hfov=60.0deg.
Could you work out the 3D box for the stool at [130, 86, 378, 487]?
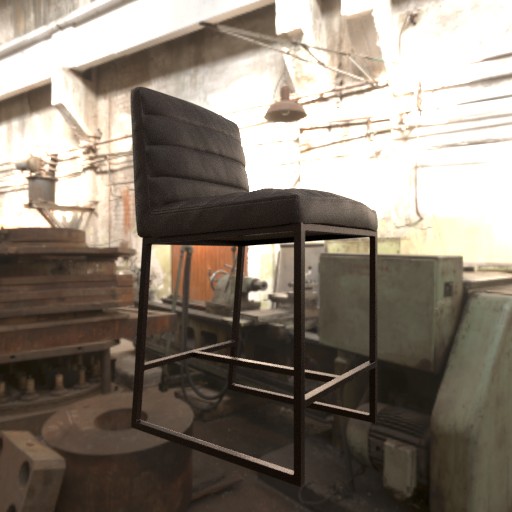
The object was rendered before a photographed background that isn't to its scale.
[{"bbox_3d":[0.000,0.000,1.241,0.562,0.946,0.463,0,0,36],"label":"stool"}]
